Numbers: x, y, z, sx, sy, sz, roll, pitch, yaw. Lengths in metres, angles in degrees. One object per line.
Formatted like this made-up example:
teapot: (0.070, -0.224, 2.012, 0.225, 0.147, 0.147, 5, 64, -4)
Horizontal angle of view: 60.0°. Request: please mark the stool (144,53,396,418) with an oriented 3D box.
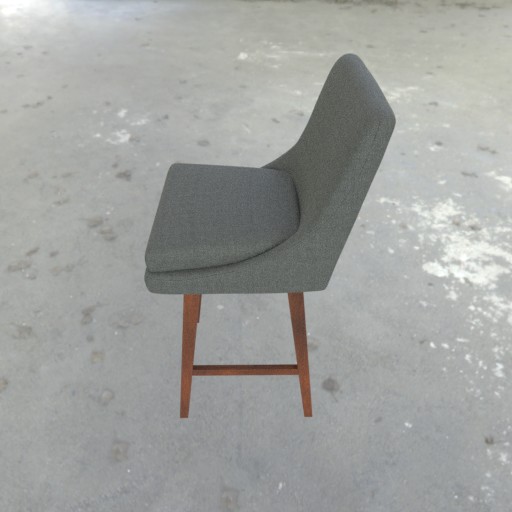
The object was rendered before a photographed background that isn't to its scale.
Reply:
stool: (0.000, 0.000, 1.243, 0.524, 0.977, 0.447, 0, 40, 0)
